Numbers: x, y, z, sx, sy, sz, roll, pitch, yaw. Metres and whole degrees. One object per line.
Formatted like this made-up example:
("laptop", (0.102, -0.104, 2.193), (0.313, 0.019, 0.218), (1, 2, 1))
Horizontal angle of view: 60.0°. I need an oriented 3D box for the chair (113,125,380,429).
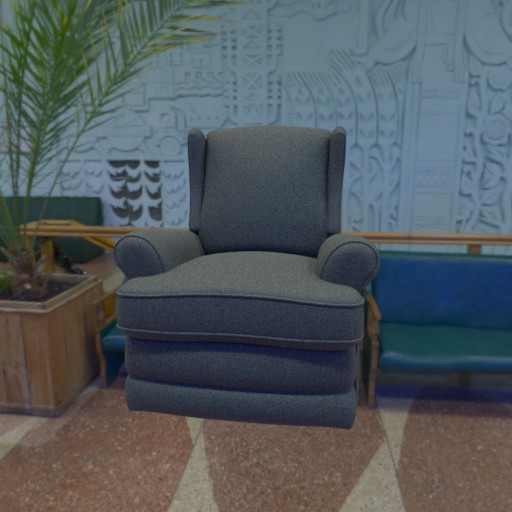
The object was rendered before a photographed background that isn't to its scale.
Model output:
("chair", (0.000, 0.000, 1.697), (0.847, 1.011, 0.969), (2, 13, 8))
